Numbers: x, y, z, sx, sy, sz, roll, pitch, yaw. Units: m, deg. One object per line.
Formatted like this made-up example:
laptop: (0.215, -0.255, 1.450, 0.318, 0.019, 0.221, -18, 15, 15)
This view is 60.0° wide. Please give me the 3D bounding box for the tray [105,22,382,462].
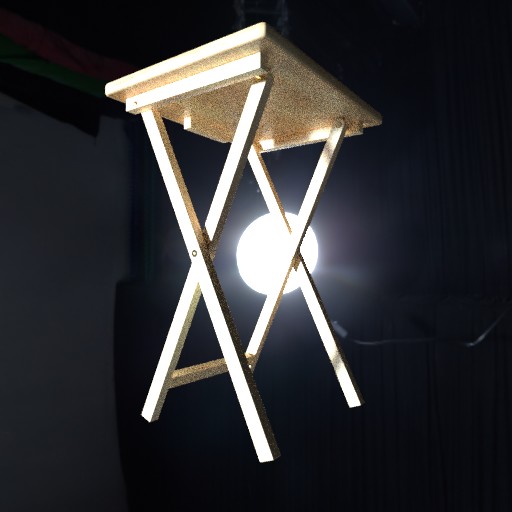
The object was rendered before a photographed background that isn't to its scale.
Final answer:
tray: (0.000, 0.000, 0.933, 0.381, 0.660, 0.483, -1, -2, 36)
